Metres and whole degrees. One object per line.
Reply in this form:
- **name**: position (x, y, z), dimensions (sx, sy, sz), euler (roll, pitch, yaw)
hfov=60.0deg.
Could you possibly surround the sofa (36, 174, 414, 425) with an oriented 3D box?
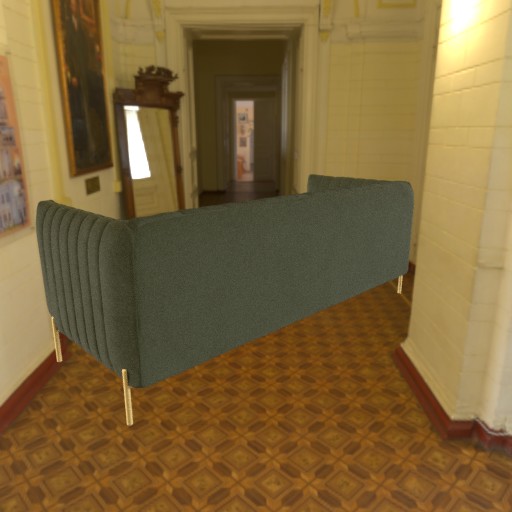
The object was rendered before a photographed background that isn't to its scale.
- **sofa**: position (0.000, 0.000, 2.567), dimensions (2.137, 0.793, 0.896), euler (-15, 21, -42)
